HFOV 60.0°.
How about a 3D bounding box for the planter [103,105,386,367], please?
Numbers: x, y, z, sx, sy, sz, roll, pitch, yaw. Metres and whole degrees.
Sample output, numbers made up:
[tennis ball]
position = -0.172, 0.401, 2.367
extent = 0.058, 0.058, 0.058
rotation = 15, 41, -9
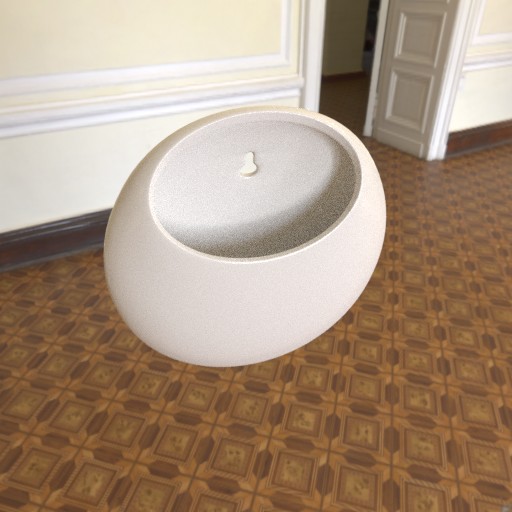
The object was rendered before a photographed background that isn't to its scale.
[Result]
[planter]
position = 0.000, 0.000, 0.284
extent = 0.185, 0.188, 0.043
rotation = -9, 34, -14
